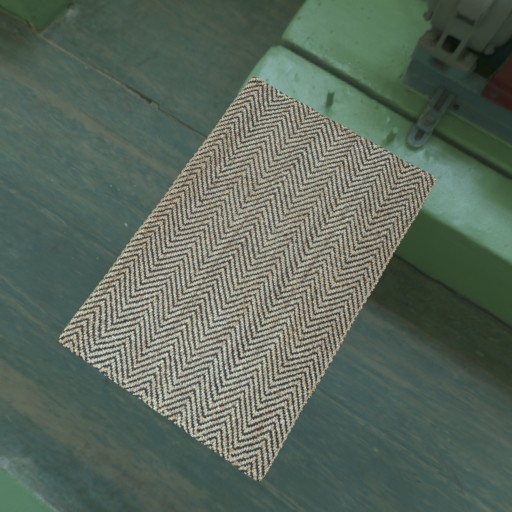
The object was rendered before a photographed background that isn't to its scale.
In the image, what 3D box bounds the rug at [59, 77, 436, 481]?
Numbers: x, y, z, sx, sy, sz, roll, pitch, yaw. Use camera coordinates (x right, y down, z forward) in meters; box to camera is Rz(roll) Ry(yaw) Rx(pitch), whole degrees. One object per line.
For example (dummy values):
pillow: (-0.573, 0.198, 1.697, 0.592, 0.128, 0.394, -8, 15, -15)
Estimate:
rug: (0.000, 0.000, 2.338, 1.219, 0.008, 1.828, 32, 78, 8)
